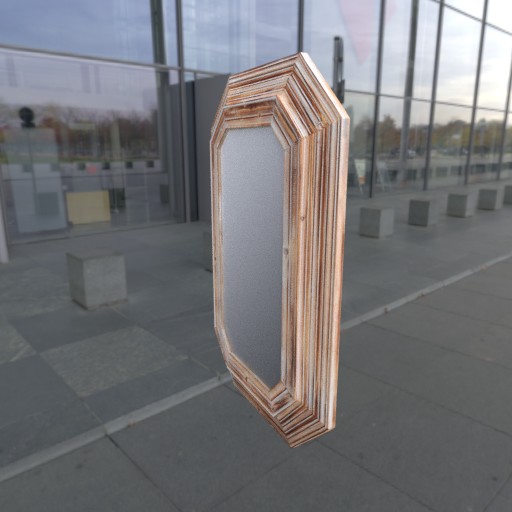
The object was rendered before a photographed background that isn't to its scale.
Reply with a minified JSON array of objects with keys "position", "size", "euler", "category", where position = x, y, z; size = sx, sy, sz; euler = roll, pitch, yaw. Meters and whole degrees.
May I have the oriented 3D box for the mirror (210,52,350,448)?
[{"position":[0.000,0.000,1.267],"size":[0.061,1.015,0.709],"euler":[-7,15,-26],"category":"mirror"}]
